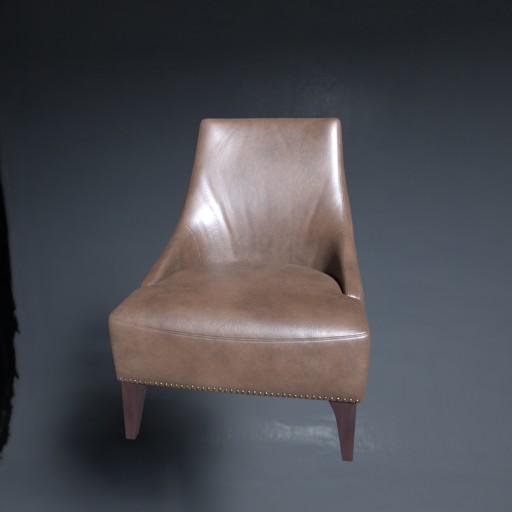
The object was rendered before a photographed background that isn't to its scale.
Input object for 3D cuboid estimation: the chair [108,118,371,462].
[{"bbox_3d":[0.000,0.000,1.491,0.701,0.909,0.861,2,16,8],"label":"chair"}]
